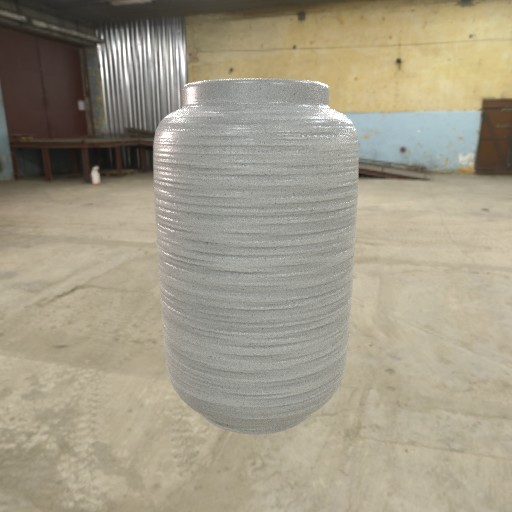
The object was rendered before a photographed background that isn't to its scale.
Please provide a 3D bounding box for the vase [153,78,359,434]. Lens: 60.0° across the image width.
[{"bbox_3d":[0.000,0.000,0.467,0.202,0.335,0.202,0,16,0],"label":"vase"}]
